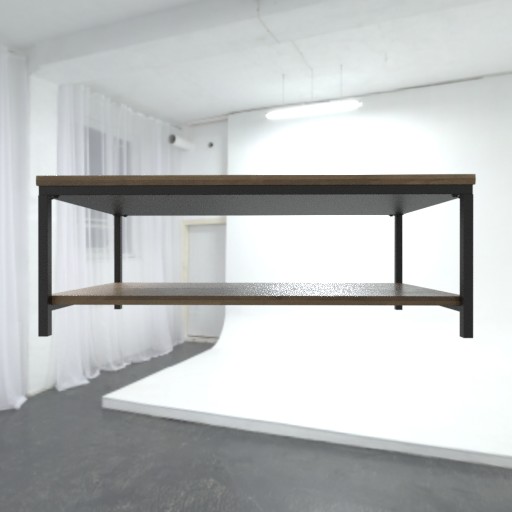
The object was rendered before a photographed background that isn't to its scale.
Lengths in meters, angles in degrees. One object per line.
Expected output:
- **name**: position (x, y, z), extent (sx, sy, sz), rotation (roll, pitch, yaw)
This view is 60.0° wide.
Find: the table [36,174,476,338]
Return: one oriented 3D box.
- **table**: position (0.000, 0.000, 1.357), extent (1.062, 0.393, 0.574), rotation (0, 0, 1)
